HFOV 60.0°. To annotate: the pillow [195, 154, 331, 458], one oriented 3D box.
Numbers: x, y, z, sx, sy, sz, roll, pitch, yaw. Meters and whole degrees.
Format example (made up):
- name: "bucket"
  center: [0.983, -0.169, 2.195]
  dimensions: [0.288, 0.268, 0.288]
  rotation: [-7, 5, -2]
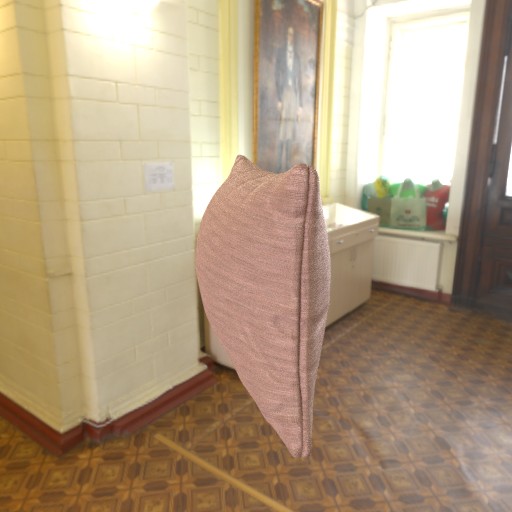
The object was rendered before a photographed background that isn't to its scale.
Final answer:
- name: "pillow"
  center: [0.000, 0.000, 0.775]
  dimensions: [0.210, 0.338, 0.633]
  rotation: [-2, 14, -8]
